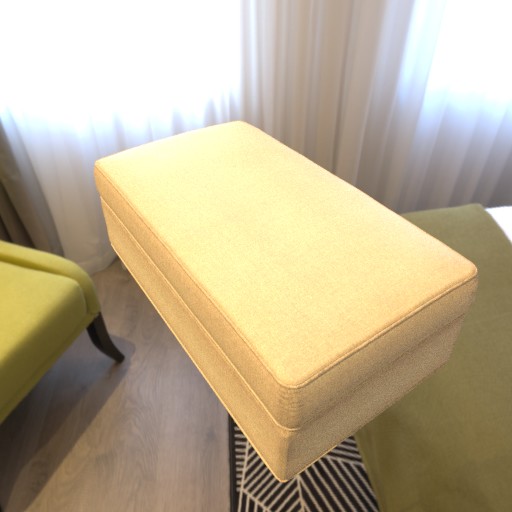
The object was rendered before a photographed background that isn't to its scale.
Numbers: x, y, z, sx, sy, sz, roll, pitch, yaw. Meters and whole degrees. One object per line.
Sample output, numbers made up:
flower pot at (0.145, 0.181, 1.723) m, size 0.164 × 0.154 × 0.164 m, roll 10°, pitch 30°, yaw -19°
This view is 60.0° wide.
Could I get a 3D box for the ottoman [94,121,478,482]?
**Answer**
ottoman at (0.000, 0.000, 1.387) m, size 0.617 × 0.448 × 1.097 m, roll -24°, pitch 46°, yaw -26°
